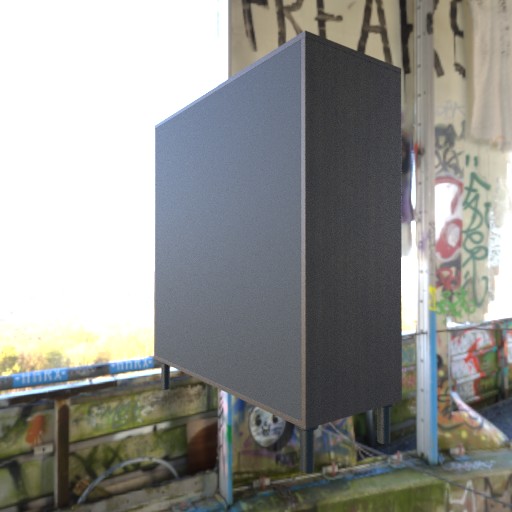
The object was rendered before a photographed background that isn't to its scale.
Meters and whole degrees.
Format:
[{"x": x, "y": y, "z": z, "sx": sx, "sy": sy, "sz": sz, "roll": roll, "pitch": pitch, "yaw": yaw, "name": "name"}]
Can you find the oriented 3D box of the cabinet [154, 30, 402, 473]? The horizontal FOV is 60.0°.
[{"x": 0.000, "y": 0.000, "z": 1.679, "sx": 0.400, "sy": 1.170, "sz": 1.010, "roll": 0, "pitch": -1, "yaw": -35, "name": "cabinet"}]
